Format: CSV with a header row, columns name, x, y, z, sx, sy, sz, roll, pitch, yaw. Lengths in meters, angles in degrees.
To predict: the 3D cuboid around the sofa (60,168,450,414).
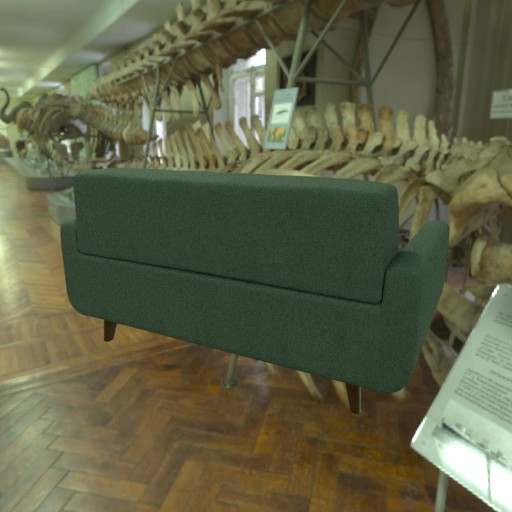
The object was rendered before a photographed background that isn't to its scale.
name,x,y,z,sx,sy,sz,roll,pitch,yaw
sofa,0.000,0.000,2.135,1.631,0.841,0.909,8,17,27
